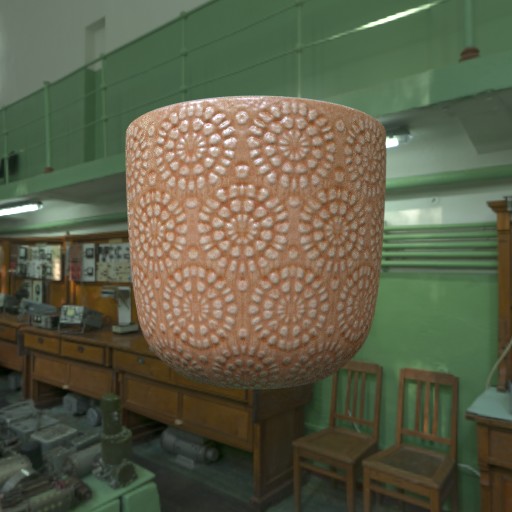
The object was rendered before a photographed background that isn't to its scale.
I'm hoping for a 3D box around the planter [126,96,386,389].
[{"bbox_3d":[0.000,0.000,0.367,0.208,0.190,0.208,0,-1,0],"label":"planter"}]
